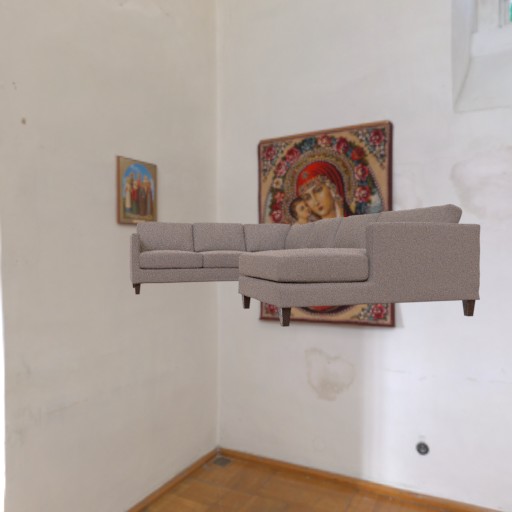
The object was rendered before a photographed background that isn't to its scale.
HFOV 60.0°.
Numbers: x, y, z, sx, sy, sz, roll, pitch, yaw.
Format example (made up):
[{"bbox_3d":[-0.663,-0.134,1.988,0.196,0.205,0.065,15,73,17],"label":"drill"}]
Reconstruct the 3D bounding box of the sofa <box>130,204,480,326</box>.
[{"bbox_3d":[0.000,0.000,4.547,2.424,0.865,3.438,0,1,-17],"label":"sofa"}]
